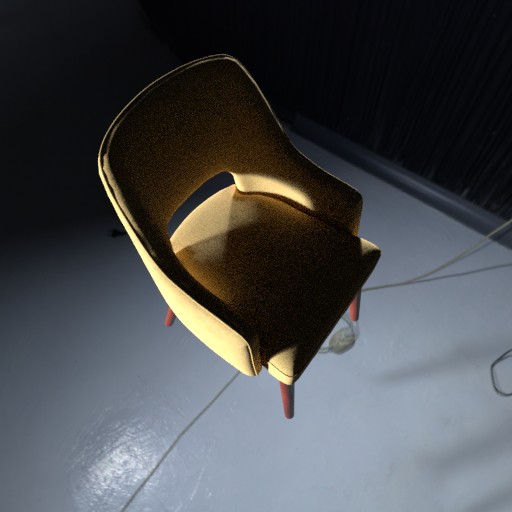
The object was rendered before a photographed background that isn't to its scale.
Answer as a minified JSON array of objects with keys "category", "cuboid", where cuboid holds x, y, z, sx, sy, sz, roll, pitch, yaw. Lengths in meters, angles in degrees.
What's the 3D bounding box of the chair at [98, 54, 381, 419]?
[{"category":"chair","cuboid":[0.000,0.000,1.234,0.605,0.849,0.548,32,64,18]}]
